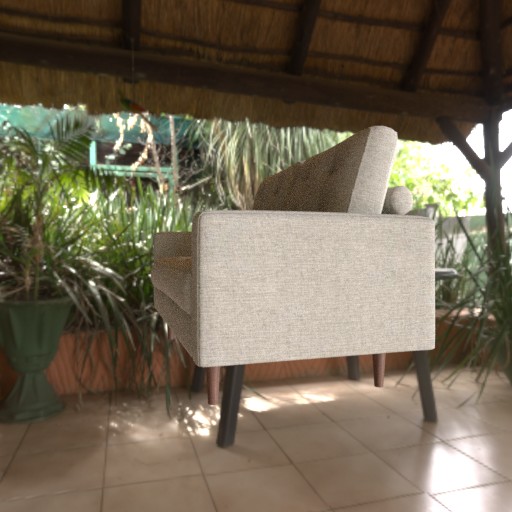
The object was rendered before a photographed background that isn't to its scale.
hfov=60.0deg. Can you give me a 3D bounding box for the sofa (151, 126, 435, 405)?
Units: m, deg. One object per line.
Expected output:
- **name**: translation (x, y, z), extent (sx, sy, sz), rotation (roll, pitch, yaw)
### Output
- **sofa**: translation (0.000, 0.000, 1.978), extent (0.842, 0.907, 1.407), rotation (0, 0, -18)
